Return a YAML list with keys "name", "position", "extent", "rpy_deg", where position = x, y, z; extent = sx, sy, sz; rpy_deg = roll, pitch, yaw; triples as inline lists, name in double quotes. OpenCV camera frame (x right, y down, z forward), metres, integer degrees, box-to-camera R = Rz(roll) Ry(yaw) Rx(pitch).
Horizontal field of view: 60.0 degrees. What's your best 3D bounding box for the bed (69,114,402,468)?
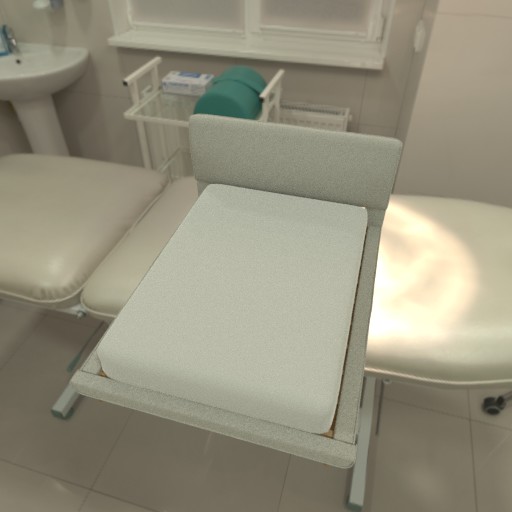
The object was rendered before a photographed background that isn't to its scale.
- name: "bed"
  position: [0.000, 0.000, 3.315]
  extent: [1.840, 1.067, 2.368]
  rpy_deg: [11, 43, 12]
